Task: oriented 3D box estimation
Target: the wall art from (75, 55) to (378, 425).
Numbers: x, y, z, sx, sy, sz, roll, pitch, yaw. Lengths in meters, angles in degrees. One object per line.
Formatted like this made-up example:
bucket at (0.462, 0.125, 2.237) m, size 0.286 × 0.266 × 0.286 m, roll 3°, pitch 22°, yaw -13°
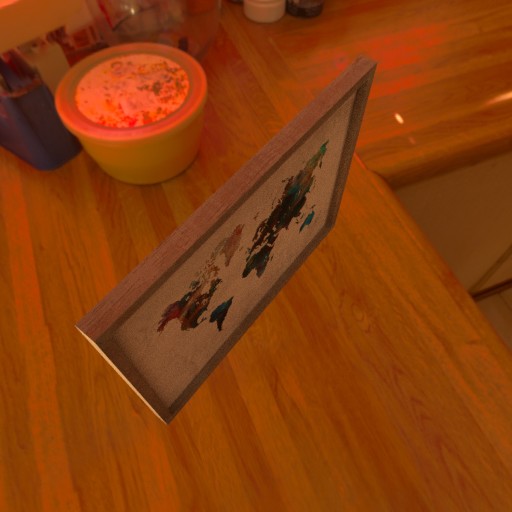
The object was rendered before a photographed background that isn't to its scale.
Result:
wall art at (0.000, 0.000, 1.747) m, size 0.070 × 1.009 × 1.320 m, roll 34°, pitch 64°, yaw 19°
